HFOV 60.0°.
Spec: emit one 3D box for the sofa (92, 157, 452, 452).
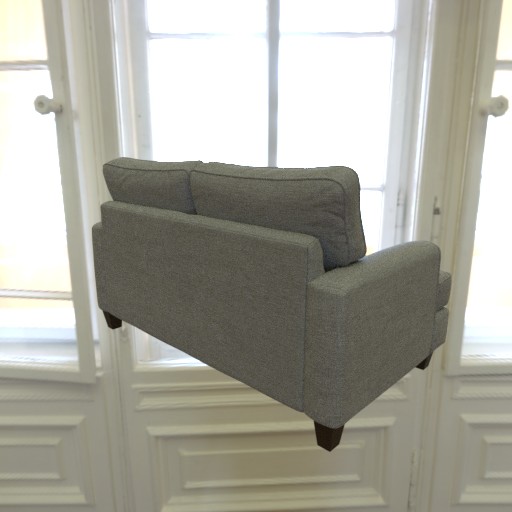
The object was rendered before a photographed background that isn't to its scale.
[{"bbox_3d":[0.000,0.000,2.230,1.651,0.965,0.965,13,20,42],"label":"sofa"}]
